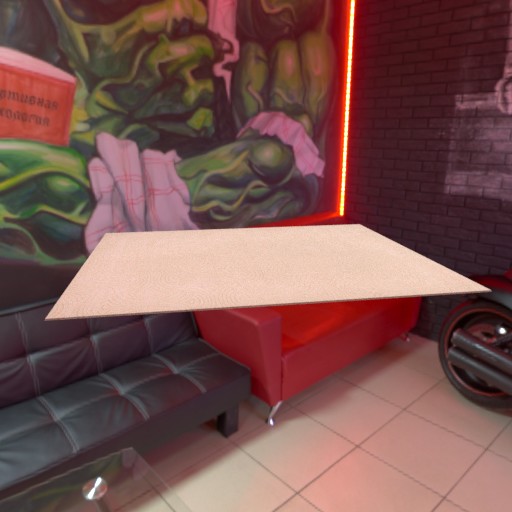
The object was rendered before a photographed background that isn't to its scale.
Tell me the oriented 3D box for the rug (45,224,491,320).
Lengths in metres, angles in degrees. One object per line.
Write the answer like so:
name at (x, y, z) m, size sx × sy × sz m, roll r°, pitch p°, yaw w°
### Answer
rug at (0.000, 0.000, 3.494) m, size 2.584 × 0.011 × 2.073 m, roll -3°, pitch 16°, yaw -9°
